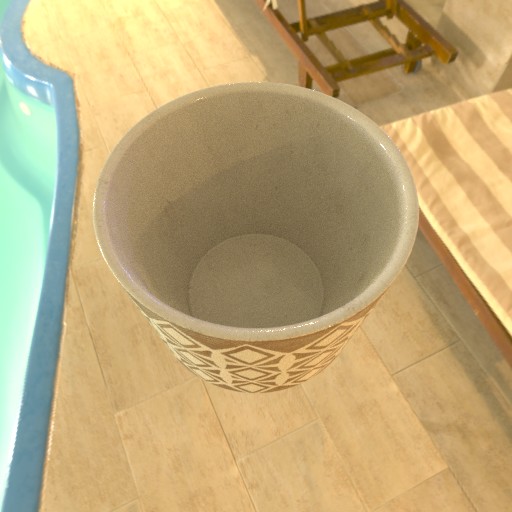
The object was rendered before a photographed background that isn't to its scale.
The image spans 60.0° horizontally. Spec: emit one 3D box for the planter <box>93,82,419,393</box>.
[{"bbox_3d":[0.000,0.000,0.453,0.260,0.220,0.260,0,59,0],"label":"planter"}]
